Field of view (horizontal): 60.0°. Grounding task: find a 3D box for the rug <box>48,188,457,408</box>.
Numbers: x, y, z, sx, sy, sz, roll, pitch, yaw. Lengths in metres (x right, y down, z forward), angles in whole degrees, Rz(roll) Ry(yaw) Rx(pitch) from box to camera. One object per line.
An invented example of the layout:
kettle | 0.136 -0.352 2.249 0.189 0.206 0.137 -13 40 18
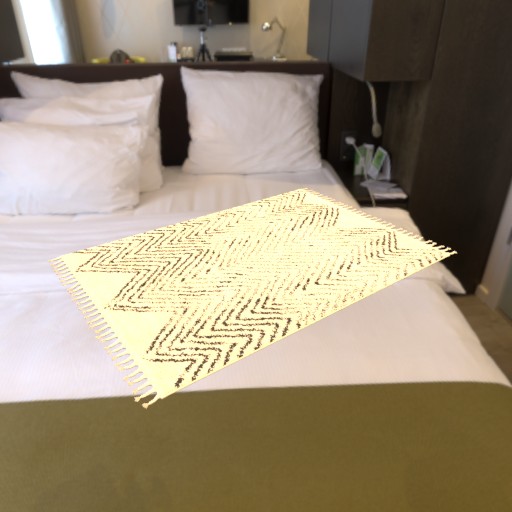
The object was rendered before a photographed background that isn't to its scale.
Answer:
rug | 0.000 0.000 2.372 1.847 0.014 1.230 -20 35 -31
